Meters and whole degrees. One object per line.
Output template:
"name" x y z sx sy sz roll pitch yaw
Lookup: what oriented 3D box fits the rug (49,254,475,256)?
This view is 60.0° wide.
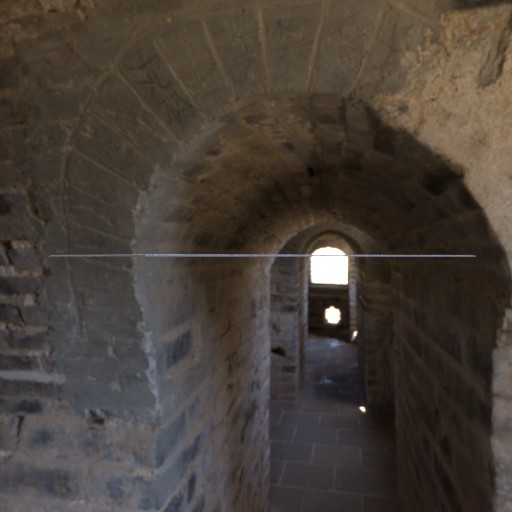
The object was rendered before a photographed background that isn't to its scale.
"rug" 0.000 0.000 4.003 3.048 0.012 2.438 0 0 -35
